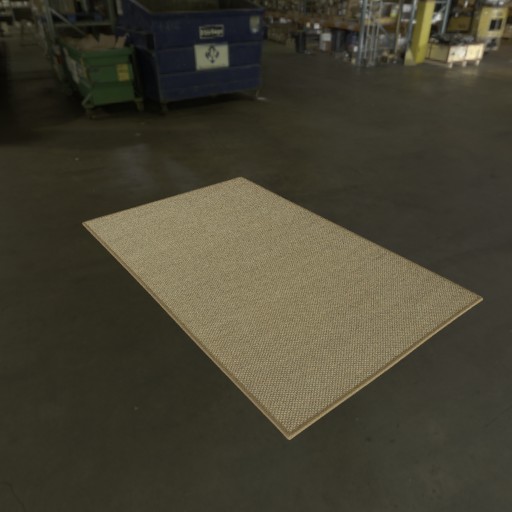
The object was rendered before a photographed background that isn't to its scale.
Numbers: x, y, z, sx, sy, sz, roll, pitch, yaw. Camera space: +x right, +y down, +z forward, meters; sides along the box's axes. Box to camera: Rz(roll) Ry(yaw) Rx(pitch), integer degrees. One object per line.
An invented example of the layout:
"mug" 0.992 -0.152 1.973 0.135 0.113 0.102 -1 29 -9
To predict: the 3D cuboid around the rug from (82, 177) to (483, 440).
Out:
"rug" 0.000 0.000 2.085 1.062 0.013 1.667 -22 38 -31
